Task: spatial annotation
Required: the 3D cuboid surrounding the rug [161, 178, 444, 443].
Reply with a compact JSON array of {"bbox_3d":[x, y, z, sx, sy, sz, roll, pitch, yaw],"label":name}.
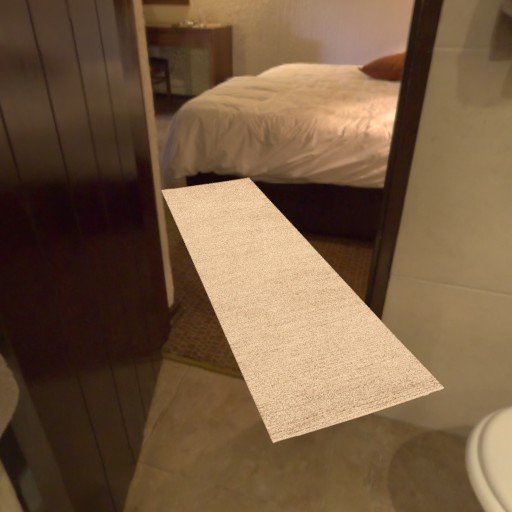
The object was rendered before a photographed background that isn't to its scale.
[{"bbox_3d":[0.000,0.000,2.544,0.712,0.013,2.346,-10,33,-17],"label":"rug"}]
